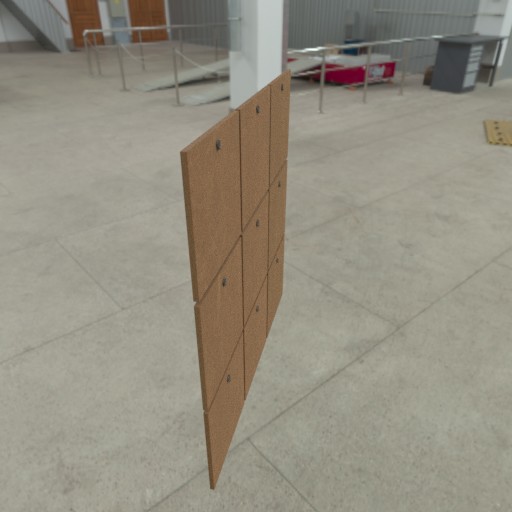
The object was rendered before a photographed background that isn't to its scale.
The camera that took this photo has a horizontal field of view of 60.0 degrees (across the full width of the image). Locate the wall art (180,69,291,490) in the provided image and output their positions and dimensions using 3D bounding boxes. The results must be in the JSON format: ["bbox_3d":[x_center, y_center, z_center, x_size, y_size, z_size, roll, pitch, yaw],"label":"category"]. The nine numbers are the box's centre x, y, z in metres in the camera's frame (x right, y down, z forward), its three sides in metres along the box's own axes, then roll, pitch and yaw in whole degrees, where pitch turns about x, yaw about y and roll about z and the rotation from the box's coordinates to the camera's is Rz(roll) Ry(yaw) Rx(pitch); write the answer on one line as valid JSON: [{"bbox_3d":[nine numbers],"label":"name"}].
[{"bbox_3d":[0.000,0.000,1.320,0.018,0.913,0.915,7,32,12],"label":"wall art"}]
